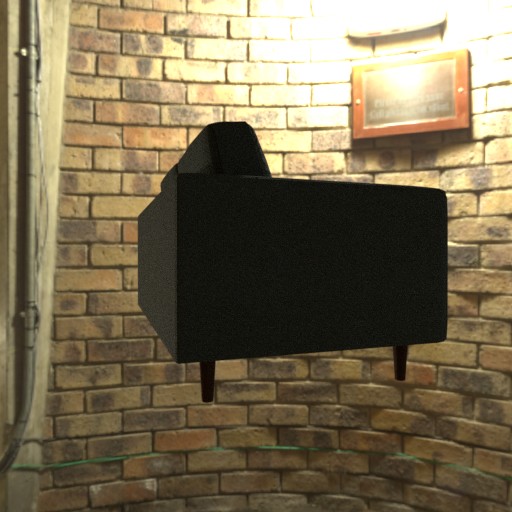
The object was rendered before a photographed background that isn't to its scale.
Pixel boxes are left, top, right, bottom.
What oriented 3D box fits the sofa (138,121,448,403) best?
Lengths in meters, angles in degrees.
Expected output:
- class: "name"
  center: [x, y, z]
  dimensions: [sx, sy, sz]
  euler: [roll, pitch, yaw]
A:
- class: "sofa"
  center: [0.000, 0.000, 2.134]
  dimensions: [0.999, 0.930, 1.518]
  euler: [0, 1, -19]
